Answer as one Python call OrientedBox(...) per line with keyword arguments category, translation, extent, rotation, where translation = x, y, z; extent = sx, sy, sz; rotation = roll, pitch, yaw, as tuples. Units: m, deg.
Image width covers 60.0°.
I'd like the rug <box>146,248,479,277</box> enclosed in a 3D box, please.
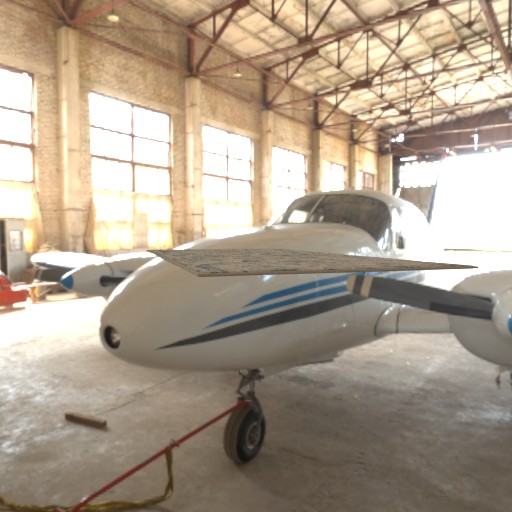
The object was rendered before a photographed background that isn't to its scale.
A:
OrientedBox(category="rug", translation=(0.000, 0.000, 1.426), extent=(0.605, 0.007, 1.220), rotation=(-1, 3, -18))
